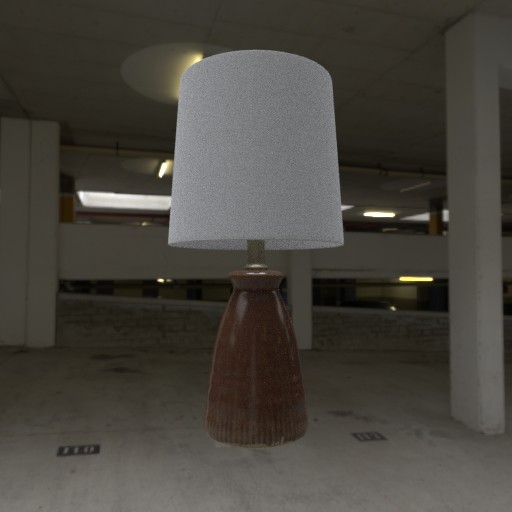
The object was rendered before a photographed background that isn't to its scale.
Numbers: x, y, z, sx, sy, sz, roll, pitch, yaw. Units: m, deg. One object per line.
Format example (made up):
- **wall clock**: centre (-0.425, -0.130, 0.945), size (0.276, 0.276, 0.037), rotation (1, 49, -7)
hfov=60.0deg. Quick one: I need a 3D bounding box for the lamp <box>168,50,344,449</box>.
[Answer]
- **lamp**: centre (0.000, 0.000, 0.478), size (0.186, 0.369, 0.186), rotation (0, -2, 0)
